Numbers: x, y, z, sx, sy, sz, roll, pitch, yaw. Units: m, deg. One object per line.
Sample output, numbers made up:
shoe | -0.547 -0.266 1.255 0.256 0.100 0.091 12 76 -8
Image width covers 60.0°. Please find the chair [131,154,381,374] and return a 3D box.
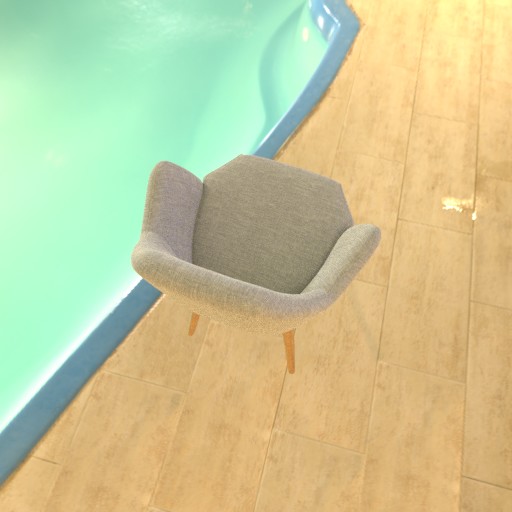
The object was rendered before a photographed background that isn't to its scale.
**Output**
chair | 0.000 0.000 1.247 0.590 0.840 0.610 19 64 9
